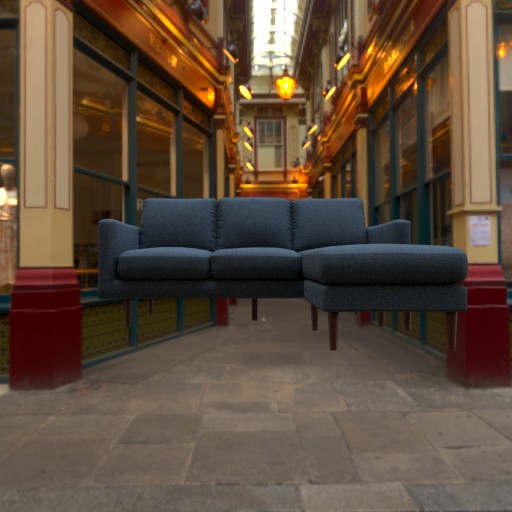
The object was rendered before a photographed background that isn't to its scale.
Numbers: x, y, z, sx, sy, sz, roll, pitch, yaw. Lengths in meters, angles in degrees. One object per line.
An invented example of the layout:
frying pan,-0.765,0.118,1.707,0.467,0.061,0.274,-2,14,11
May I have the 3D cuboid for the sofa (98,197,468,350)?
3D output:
sofa,0.000,0.000,2.944,2.055,0.957,1.667,0,-1,-1
